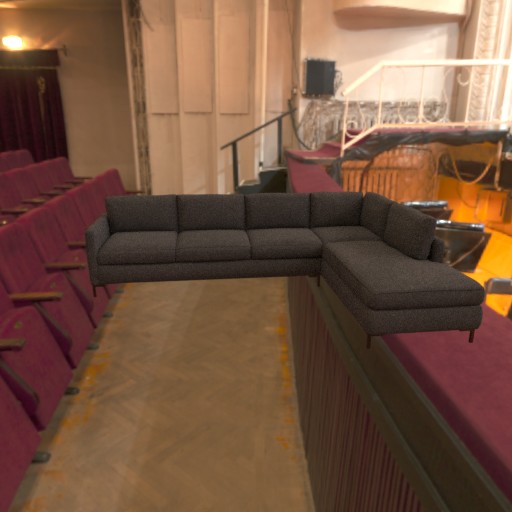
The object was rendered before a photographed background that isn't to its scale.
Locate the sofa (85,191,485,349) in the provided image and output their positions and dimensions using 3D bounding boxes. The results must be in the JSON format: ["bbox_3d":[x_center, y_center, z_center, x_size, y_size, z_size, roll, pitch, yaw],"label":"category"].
[{"bbox_3d":[0.000,0.000,3.781,2.949,0.815,2.007,-2,17,-6],"label":"sofa"}]
